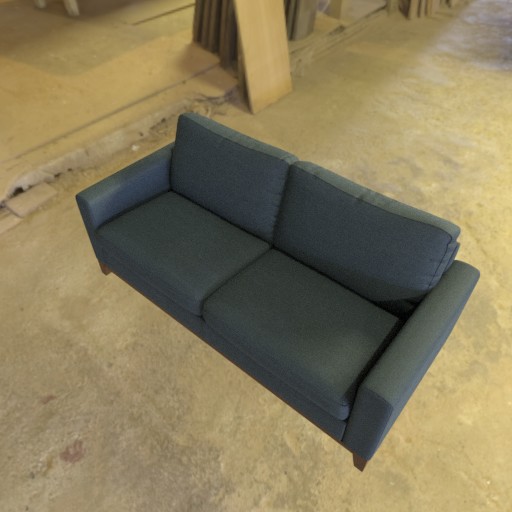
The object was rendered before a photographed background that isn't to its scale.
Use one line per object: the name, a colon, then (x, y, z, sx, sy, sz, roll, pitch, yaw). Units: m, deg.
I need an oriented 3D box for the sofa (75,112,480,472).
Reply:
sofa: (0.000, 0.000, 2.284, 1.900, 0.865, 0.877, 30, 52, 27)
